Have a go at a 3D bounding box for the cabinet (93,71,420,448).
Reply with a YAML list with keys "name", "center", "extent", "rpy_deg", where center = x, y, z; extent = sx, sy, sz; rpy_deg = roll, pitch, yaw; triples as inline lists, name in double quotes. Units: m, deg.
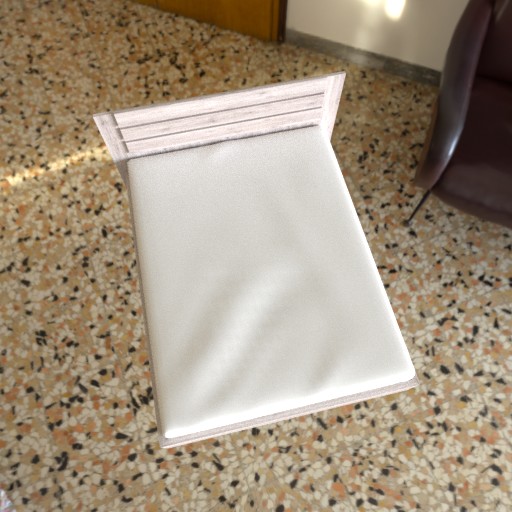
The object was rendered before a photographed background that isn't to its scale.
- name: "cabinet"
  center: [0.000, 0.000, 3.025]
  extent: [1.750, 0.970, 2.080]
  rpy_deg: [-12, 66, -5]
